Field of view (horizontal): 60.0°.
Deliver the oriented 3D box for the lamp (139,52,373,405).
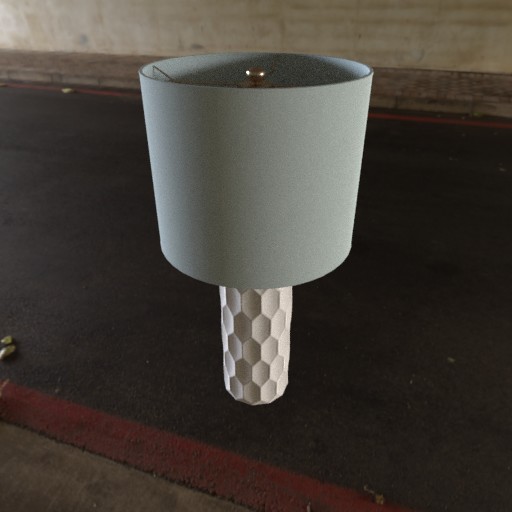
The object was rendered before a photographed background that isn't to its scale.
[{"bbox_3d":[0.000,0.000,0.673,0.277,0.534,0.277,-22,38,-32],"label":"lamp"}]
